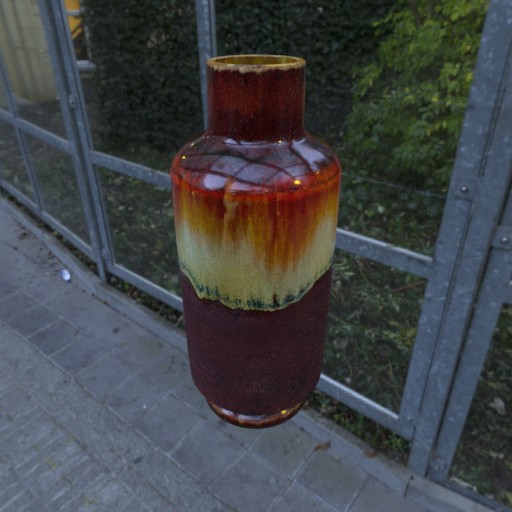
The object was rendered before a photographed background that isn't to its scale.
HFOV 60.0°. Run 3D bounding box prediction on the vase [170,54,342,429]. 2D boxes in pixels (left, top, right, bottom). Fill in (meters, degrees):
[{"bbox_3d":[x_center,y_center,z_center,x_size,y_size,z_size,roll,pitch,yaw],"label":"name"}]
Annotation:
[{"bbox_3d":[0.000,0.000,0.320,0.111,0.261,0.111,0,30,0],"label":"vase"}]
